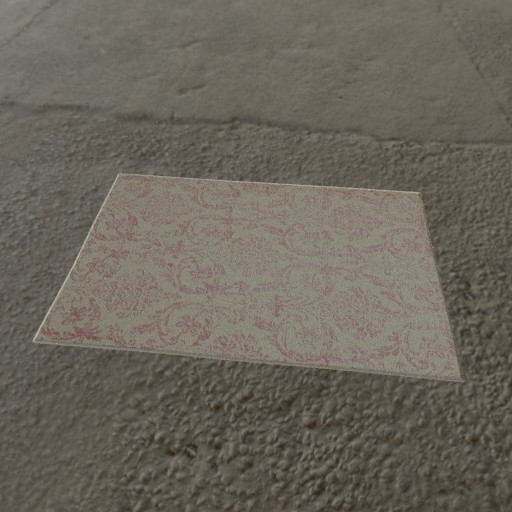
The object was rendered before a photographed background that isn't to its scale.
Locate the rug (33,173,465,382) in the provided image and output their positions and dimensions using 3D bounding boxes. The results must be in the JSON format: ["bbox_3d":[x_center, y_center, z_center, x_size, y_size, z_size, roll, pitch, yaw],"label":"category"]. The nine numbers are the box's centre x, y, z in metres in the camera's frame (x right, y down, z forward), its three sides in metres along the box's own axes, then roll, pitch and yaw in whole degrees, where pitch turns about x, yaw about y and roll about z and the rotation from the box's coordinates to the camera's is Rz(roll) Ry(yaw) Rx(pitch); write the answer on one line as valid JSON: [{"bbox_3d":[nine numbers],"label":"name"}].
[{"bbox_3d":[0.000,0.000,3.409,2.746,0.018,1.819,4,47,4],"label":"rug"}]
